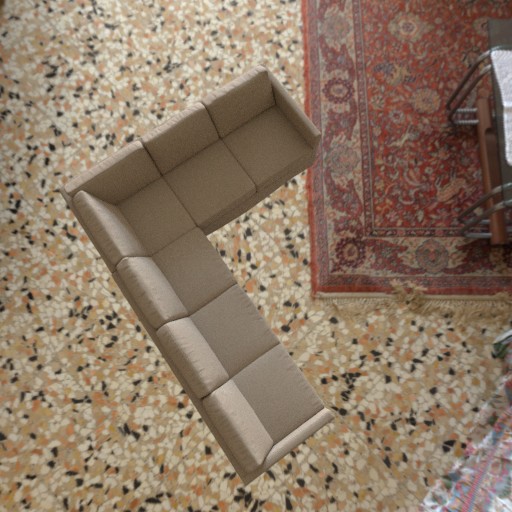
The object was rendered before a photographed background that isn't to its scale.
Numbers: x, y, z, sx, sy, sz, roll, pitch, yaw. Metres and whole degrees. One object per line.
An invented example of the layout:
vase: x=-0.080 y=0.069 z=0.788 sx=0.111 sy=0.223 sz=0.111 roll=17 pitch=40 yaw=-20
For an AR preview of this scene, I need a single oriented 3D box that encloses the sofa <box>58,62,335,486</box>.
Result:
sofa: x=0.000 y=0.000 z=4.310 sx=2.432 sy=0.871 sz=3.182 roll=-34 pitch=79 yaw=-8
